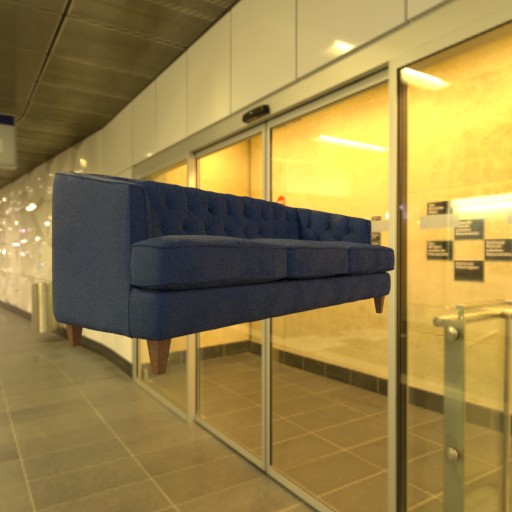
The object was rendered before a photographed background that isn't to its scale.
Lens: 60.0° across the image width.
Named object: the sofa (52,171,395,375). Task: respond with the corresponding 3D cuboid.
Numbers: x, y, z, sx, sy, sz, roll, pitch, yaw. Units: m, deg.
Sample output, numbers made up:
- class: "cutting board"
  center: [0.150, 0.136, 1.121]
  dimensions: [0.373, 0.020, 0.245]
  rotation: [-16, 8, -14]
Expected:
- class: "sofa"
  center: [0.000, 0.000, 2.679]
  dimensions: [0.941, 0.855, 2.278]
  rotation: [0, 0, 37]
